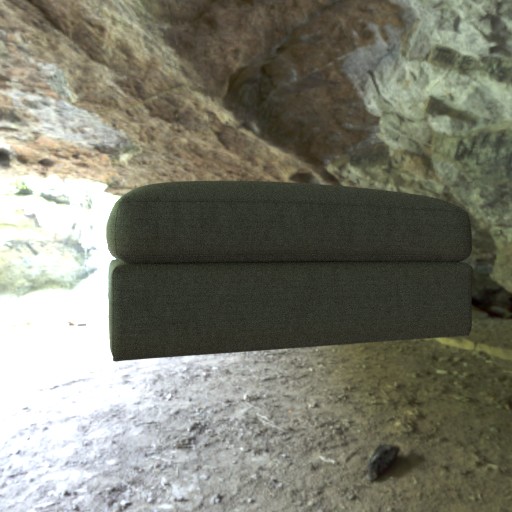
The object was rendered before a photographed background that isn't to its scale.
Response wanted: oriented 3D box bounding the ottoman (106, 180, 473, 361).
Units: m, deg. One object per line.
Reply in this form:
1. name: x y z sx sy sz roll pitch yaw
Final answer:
1. ottoman: 0.000 0.000 1.630 1.041 0.470 1.041 0 0 -18
